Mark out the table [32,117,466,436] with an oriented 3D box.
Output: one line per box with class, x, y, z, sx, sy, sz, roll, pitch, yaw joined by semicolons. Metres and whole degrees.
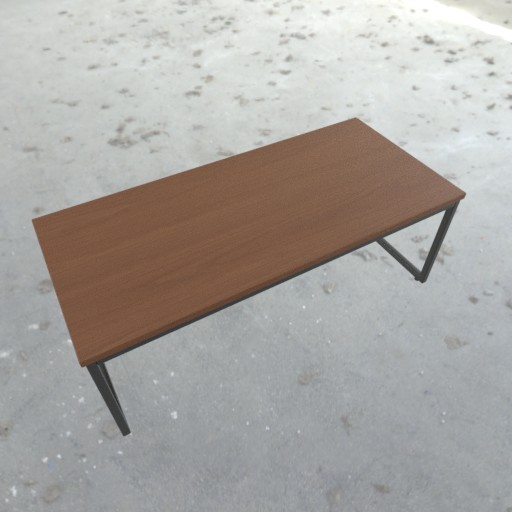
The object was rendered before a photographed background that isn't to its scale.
table;0.000;0.000;1.368;1.100;0.400;0.500;-22;50;-20
